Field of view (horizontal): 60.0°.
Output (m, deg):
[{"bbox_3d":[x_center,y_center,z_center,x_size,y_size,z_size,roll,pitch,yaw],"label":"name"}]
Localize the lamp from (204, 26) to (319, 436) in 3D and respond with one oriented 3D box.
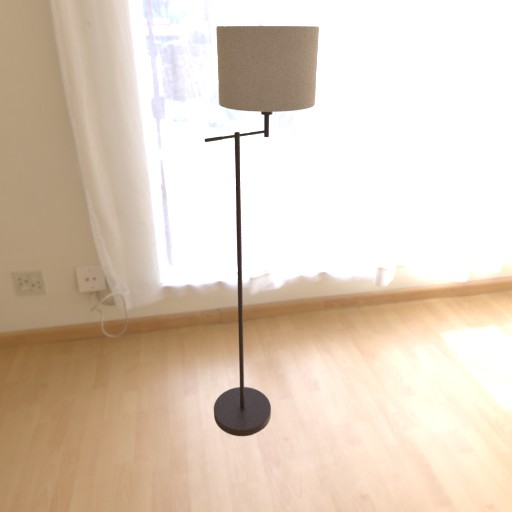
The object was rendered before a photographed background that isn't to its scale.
[{"bbox_3d":[0.000,0.000,1.737,0.416,1.600,0.324,-18,32,-32],"label":"lamp"}]
